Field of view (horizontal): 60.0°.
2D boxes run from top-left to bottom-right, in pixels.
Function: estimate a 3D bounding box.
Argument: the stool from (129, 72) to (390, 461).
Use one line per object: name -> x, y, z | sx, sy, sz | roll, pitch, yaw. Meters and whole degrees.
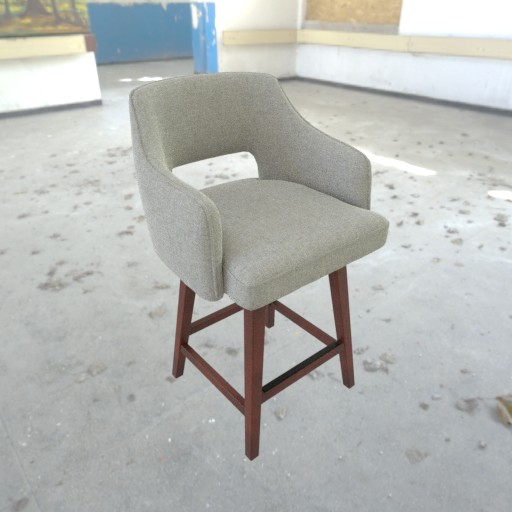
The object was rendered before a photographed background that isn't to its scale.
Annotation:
stool -> 0.000, 0.000, 1.302 | 0.599, 0.944, 0.558 | -22, 37, -34
